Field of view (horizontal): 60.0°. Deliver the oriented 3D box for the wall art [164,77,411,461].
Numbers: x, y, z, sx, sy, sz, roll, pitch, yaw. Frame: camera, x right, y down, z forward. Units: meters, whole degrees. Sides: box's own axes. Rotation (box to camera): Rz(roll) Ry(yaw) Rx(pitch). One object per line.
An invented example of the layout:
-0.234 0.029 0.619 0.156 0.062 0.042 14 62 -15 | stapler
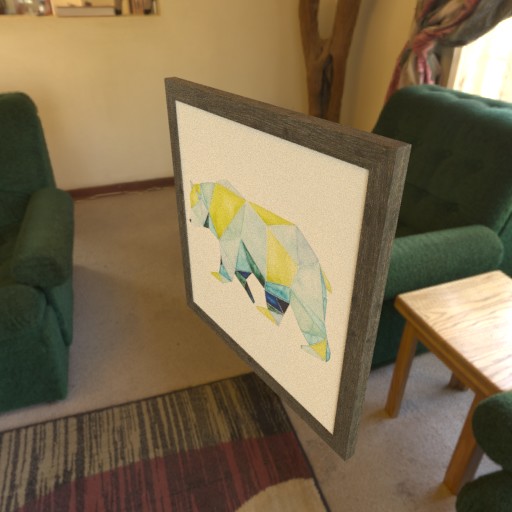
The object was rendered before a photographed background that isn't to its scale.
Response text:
0.000 0.000 0.684 0.027 0.459 0.462 -21 37 -31 | wall art
